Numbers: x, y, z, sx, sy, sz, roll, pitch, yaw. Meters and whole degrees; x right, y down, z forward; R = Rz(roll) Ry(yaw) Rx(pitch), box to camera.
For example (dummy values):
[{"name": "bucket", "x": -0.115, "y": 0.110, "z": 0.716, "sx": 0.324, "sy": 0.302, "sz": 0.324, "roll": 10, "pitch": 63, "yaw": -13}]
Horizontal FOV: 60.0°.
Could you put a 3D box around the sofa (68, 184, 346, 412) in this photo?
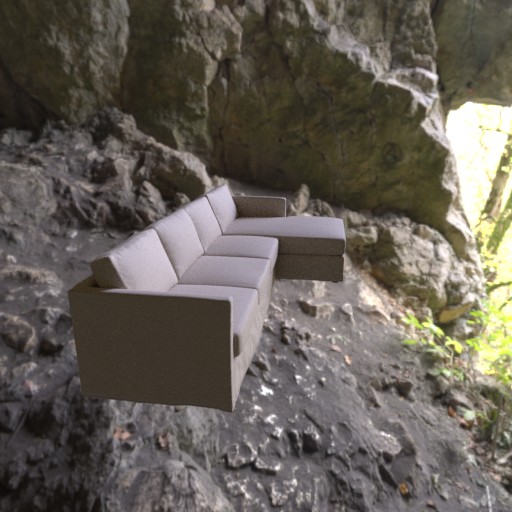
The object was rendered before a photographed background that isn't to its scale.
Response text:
[{"name": "sofa", "x": 0.000, "y": 0.000, "z": 3.891, "sx": 1.622, "sy": 0.871, "sz": 3.206, "roll": 3, "pitch": 18, "yaw": 8}]
